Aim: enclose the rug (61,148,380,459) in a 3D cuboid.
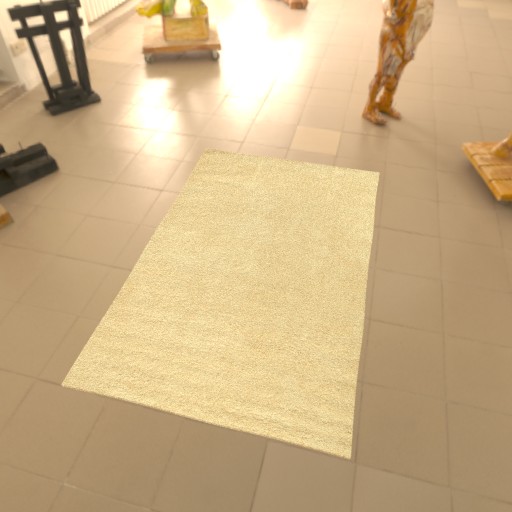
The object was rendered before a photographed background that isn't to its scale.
[{"bbox_3d":[0.000,0.000,2.982,1.500,0.025,2.346,10,46,10],"label":"rug"}]
